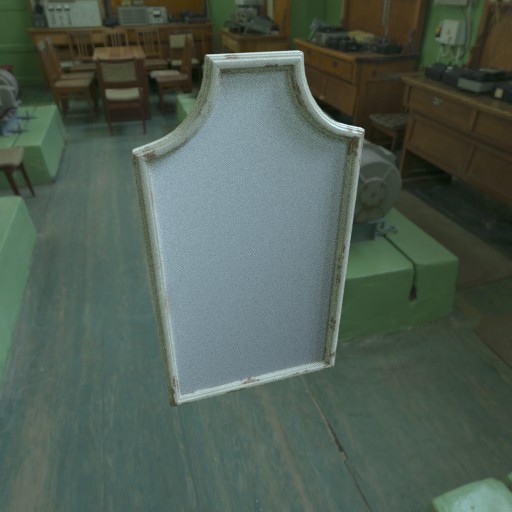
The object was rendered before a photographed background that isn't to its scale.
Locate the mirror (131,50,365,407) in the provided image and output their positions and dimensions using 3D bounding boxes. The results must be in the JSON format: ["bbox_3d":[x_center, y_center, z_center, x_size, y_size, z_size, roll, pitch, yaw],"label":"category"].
[{"bbox_3d":[0.000,0.000,0.856,0.403,0.717,0.022,-10,33,-15],"label":"mirror"}]
